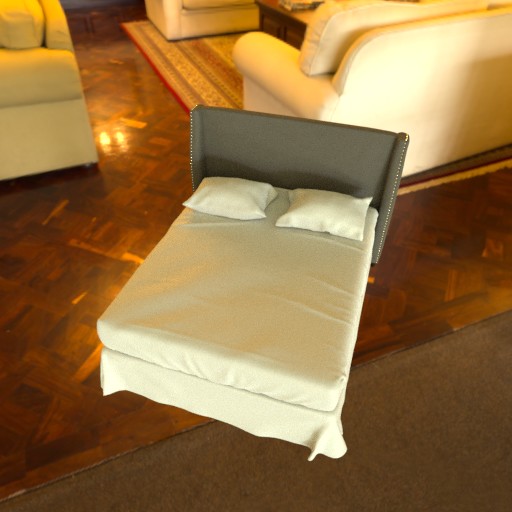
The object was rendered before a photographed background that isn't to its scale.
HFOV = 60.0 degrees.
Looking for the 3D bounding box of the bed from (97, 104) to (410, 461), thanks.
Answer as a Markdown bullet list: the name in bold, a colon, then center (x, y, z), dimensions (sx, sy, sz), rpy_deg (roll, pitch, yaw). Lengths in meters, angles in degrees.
- **bed**: center (0.000, 0.000, 3.461), dimensions (1.925, 1.332, 2.276), rpy_deg (12, 43, 13)
